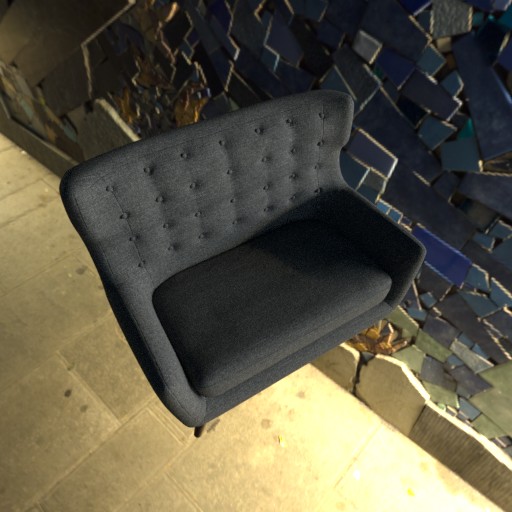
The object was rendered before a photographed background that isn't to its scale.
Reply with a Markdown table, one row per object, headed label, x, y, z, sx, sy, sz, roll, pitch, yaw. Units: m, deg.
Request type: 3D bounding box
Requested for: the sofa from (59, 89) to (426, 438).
| label | x | y | z | sx | sy | sz | roll | pitch | yaw |
| --- | --- | --- | --- | --- | --- | --- | --- | --- | --- |
| sofa | 0.000 | 0.000 | 2.041 | 1.358 | 1.028 | 0.874 | -25 | 51 | -22 |
